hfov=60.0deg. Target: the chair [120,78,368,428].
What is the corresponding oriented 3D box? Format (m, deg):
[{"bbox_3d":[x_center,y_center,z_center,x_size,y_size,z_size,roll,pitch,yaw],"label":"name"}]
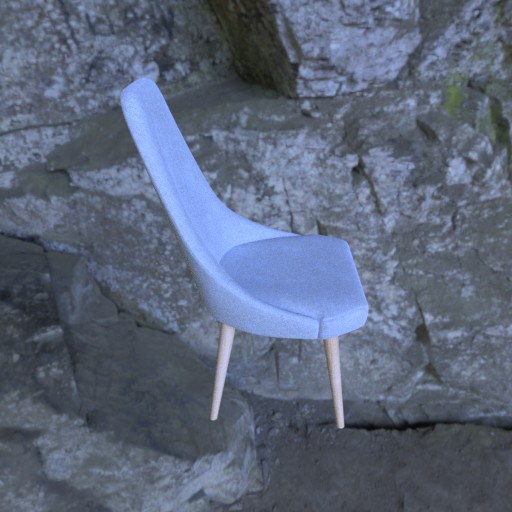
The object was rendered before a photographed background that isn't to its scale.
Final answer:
[{"bbox_3d":[0.000,0.000,1.409,0.660,1.040,0.510,0,31,1],"label":"chair"}]
